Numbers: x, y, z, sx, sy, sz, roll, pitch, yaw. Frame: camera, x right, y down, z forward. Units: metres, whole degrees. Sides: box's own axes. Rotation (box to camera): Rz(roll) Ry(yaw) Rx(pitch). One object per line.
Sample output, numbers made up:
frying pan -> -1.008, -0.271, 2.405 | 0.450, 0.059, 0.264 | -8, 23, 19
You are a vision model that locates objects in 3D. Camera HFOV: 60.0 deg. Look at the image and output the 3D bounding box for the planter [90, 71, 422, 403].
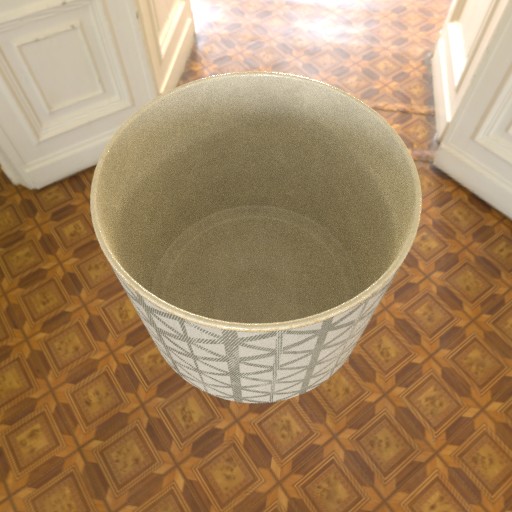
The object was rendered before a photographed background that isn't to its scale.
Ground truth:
planter -> 0.000, 0.000, 0.441 | 0.250, 0.239, 0.250 | 0, 59, 0
